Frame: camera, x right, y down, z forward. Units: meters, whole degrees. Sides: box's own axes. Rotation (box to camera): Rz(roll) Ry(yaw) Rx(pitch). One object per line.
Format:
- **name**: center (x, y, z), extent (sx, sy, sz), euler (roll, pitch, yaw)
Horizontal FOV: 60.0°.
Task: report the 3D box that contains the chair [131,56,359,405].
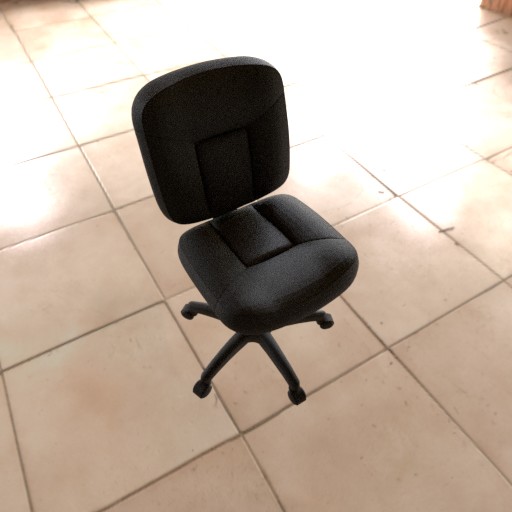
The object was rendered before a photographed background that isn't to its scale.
- **chair**: center (0.000, 0.000, 1.356), extent (0.610, 0.972, 0.610), euler (-24, 52, -21)
